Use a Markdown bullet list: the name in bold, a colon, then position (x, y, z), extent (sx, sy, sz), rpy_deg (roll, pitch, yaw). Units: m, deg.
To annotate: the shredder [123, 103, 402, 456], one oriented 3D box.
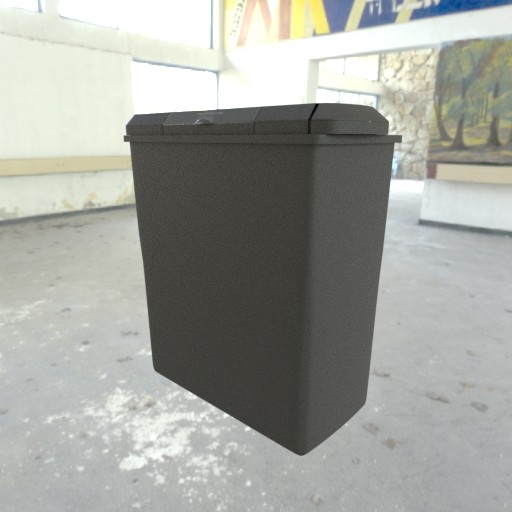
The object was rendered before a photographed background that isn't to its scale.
- **shredder**: position (0.000, 0.000, 0.526), extent (0.320, 0.335, 0.170), rpy_deg (13, 20, 41)
